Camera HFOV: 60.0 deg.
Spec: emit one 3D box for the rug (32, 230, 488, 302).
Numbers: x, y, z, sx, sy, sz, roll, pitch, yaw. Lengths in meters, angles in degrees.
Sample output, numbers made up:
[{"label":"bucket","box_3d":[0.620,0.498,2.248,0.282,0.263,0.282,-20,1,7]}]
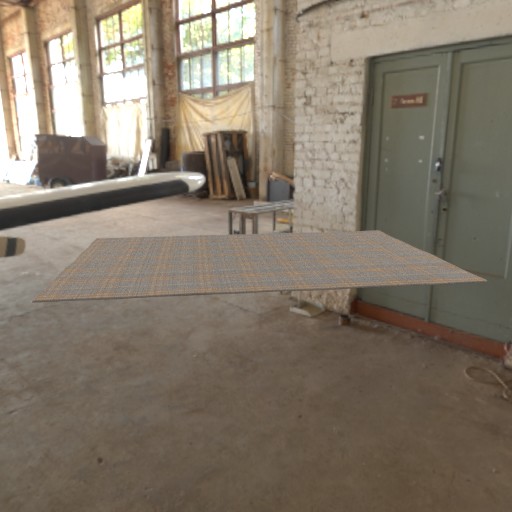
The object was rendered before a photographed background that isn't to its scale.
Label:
[{"label":"rug","box_3d":[0.000,0.000,3.092,2.460,0.016,1.545,-2,14,-8]}]
